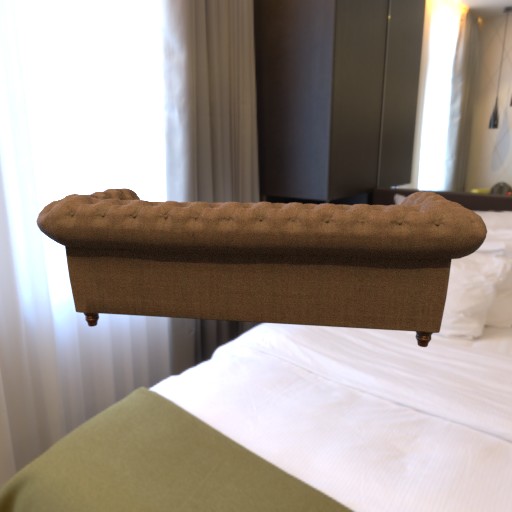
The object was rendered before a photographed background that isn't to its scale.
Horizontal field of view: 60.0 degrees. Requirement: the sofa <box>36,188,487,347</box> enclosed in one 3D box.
[{"bbox_3d":[0.000,0.000,2.727,2.385,0.787,0.944,2,14,8],"label":"sofa"}]
